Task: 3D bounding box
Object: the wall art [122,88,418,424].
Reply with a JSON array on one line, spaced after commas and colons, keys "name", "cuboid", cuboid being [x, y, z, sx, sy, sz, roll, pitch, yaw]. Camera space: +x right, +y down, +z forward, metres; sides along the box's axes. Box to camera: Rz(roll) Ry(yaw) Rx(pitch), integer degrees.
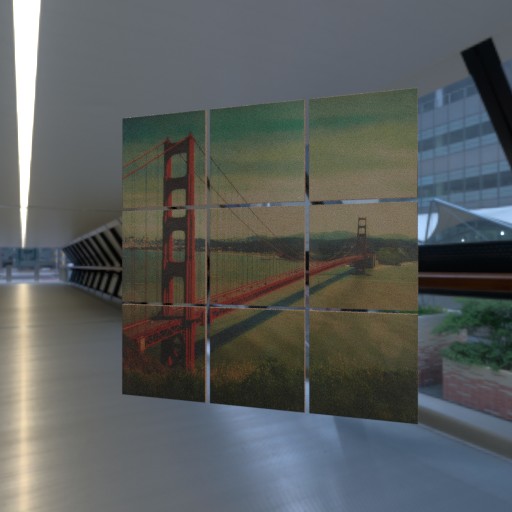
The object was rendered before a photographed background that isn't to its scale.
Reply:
[{"name": "wall art", "cuboid": [0.000, 0.000, 1.335, 0.917, 0.910, 0.012, 0, 0, 17]}]
